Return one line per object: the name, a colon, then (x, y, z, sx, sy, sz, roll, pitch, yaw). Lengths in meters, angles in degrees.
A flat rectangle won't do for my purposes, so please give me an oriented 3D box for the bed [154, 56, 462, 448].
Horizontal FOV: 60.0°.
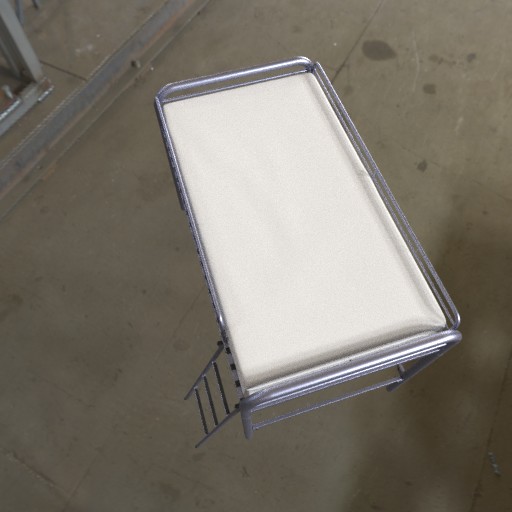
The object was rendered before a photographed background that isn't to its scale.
bed: (0.000, 0.000, 2.870, 1.415, 1.288, 1.965, -15, 63, -8)
